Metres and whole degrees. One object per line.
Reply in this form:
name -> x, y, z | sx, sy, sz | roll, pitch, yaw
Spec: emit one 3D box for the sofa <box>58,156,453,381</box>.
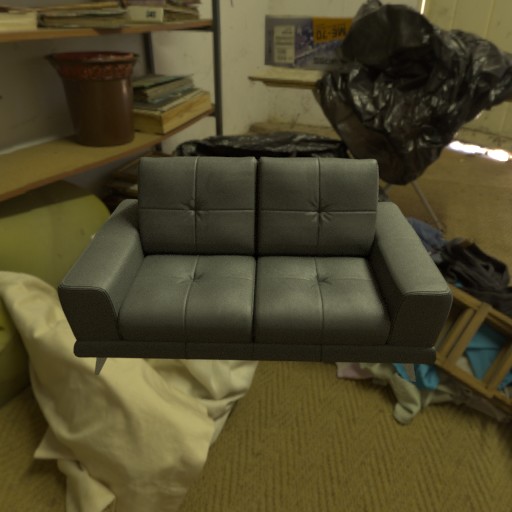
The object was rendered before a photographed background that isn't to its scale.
sofa -> 0.000, 0.000, 2.421 | 1.806, 0.907, 1.018 | 1, 30, 1
